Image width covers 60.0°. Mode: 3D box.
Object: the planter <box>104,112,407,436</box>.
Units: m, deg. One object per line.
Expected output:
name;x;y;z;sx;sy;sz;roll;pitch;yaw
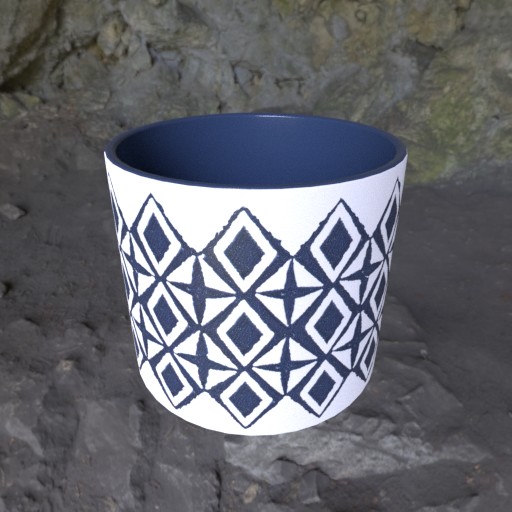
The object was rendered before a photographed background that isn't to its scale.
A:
planter;0.000;0.000;0.314;0.182;0.165;0.182;0;28;0
